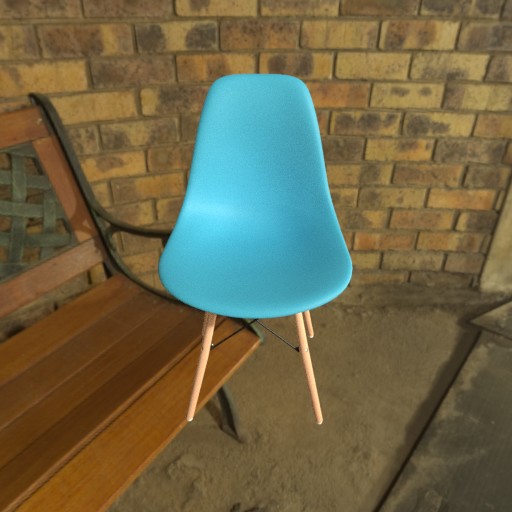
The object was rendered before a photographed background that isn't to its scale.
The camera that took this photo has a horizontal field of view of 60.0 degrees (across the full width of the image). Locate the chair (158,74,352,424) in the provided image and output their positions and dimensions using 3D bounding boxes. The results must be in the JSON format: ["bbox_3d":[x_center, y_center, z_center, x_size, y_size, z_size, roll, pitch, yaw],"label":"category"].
[{"bbox_3d":[0.000,0.000,1.173,0.470,0.826,0.531,1,30,1],"label":"chair"}]
